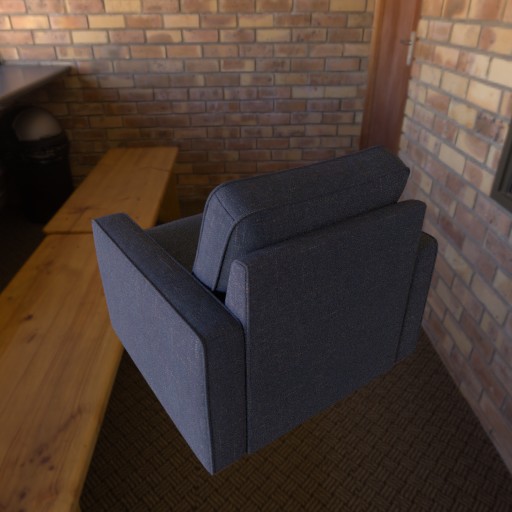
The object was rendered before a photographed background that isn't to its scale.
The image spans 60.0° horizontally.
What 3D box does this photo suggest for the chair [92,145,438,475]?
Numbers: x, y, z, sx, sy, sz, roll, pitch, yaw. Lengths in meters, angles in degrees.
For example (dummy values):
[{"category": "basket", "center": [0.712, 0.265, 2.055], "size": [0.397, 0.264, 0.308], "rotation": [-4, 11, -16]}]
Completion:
[{"category": "chair", "center": [0.000, 0.000, 1.746], "size": [1.017, 0.919, 0.940], "rotation": [-19, 35, -30]}]
